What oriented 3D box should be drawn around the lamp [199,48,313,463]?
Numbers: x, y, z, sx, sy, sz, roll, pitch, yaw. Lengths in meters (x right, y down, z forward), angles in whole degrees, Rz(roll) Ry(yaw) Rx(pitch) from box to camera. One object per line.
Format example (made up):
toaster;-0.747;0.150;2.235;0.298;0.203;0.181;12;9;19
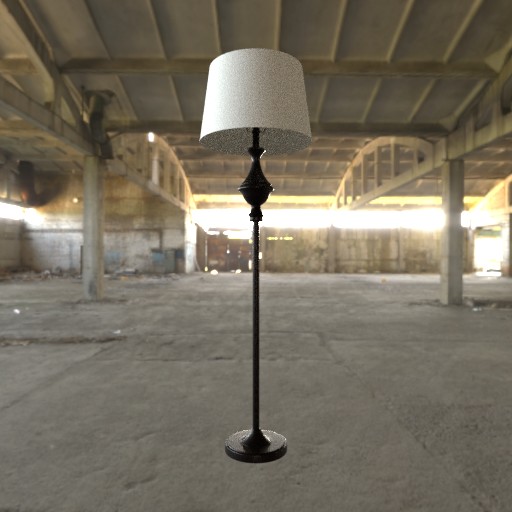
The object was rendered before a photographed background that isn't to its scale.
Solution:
lamp;0.000;0.000;1.703;0.431;1.484;0.431;0;0;0
